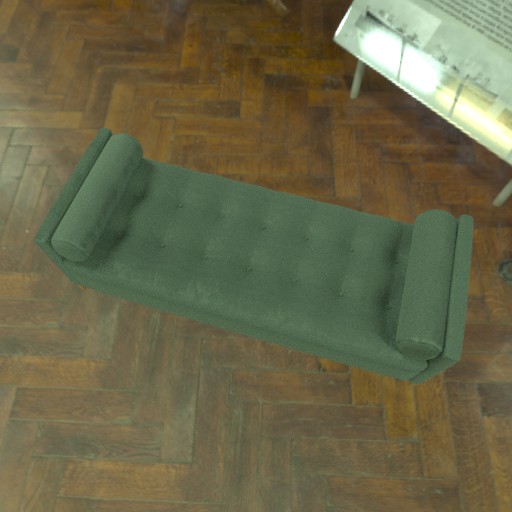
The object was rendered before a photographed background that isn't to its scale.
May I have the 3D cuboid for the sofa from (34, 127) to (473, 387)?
[{"bbox_3d":[0.000,0.000,2.472,2.102,0.705,0.796,15,64,8],"label":"sofa"}]
